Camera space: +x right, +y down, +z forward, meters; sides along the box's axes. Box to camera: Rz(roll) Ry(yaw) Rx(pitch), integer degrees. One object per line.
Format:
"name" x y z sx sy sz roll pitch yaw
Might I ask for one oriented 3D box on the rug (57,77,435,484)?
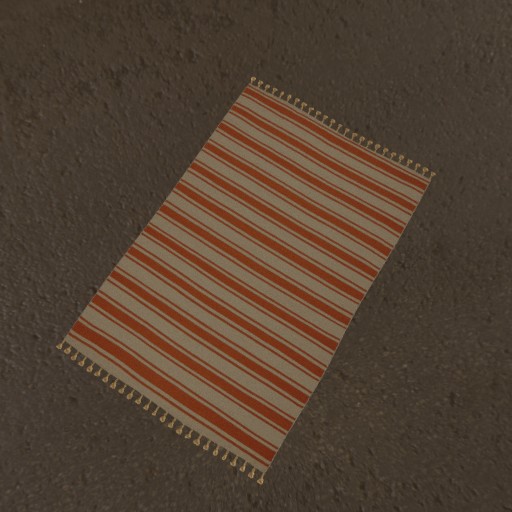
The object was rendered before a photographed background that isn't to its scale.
"rug" 0.000 0.000 3.033 1.556 0.022 2.433 31 77 8
